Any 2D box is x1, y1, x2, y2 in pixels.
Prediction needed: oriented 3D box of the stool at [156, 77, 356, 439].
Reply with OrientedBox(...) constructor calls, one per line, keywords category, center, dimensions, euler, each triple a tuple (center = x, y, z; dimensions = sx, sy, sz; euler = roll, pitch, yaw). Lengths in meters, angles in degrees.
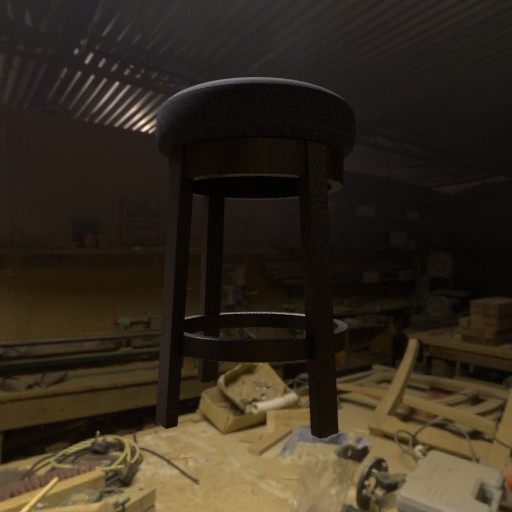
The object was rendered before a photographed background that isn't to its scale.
OrientedBox(category="stool", center=(0.000, 0.000, 0.974), dimensions=(0.449, 0.655, 0.449), euler=(0, 0, 0))
